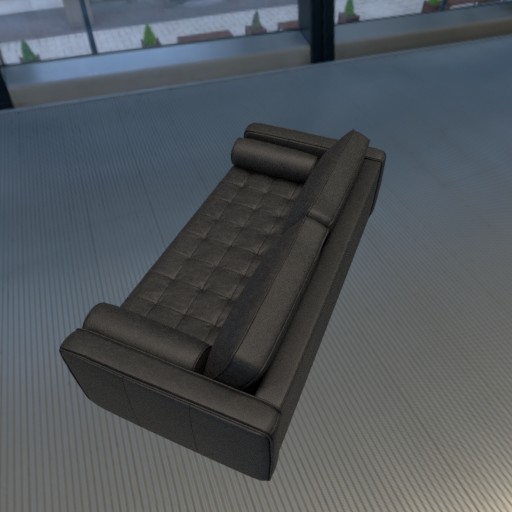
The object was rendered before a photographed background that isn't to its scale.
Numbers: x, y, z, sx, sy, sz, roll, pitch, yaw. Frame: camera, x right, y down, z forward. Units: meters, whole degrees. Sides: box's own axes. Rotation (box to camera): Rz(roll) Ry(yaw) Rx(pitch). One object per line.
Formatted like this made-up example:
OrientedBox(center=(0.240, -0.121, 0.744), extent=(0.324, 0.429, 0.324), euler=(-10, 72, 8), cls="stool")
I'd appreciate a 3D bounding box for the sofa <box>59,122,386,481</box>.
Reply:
OrientedBox(center=(0.000, 0.000, 2.298), extent=(0.921, 0.770, 1.879), euler=(17, 49, 16), cls="sofa")
